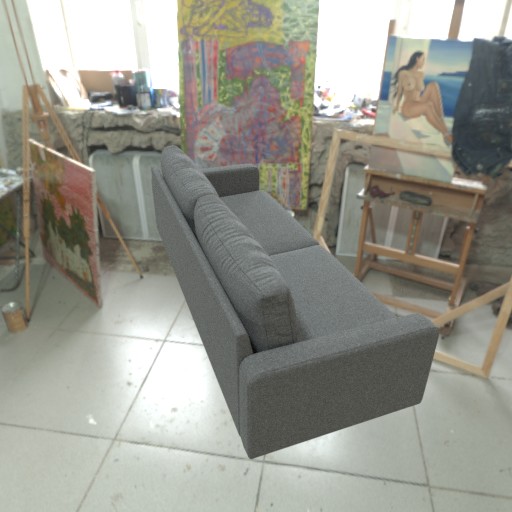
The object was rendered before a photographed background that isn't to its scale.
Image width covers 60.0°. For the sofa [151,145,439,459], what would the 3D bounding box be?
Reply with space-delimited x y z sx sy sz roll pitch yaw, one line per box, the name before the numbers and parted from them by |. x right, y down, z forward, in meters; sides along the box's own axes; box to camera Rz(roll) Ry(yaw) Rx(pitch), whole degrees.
sofa | 0.000 0.000 2.651 0.880 0.880 2.200 -10 32 -17
